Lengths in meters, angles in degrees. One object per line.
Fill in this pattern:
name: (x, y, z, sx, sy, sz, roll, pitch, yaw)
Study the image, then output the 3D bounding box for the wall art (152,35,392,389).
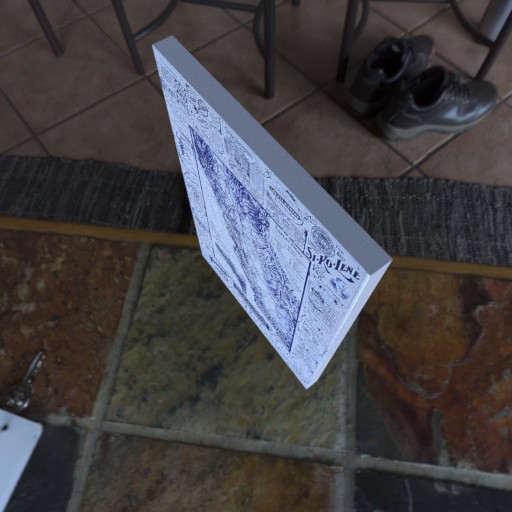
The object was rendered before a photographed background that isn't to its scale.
wall art: (0.000, 0.000, 0.966, 0.039, 0.753, 0.511, -34, 68, -16)
